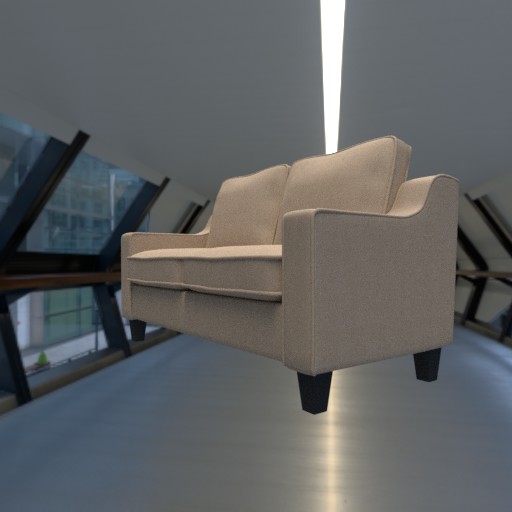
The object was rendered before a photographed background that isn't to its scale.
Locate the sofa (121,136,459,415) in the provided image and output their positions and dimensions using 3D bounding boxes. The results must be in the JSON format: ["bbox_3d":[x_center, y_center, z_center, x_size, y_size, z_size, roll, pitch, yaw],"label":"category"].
[{"bbox_3d":[0.000,0.000,3.456,1.351,1.562,2.587,0,0,-36],"label":"sofa"}]
